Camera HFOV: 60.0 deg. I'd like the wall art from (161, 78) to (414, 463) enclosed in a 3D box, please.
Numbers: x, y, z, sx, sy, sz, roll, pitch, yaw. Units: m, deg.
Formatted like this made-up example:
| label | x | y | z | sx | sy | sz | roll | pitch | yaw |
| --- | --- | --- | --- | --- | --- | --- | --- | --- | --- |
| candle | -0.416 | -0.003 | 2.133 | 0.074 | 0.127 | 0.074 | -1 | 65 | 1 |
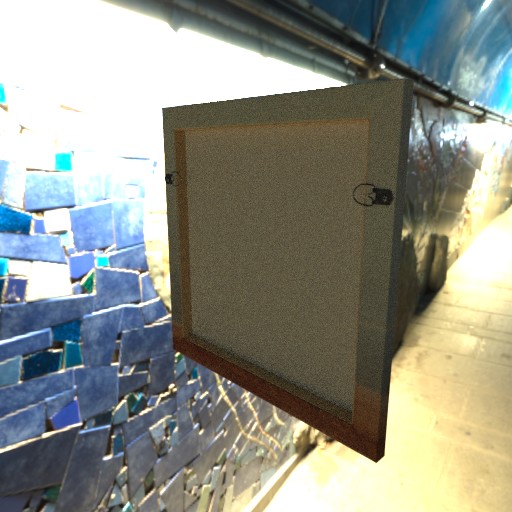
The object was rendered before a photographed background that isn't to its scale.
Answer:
| label | x | y | z | sx | sy | sz | roll | pitch | yaw |
| --- | --- | --- | --- | --- | --- | --- | --- | --- | --- |
| wall art | 0.000 | 0.000 | 0.890 | 0.034 | 0.605 | 0.605 | -13 | 18 | -42 |
